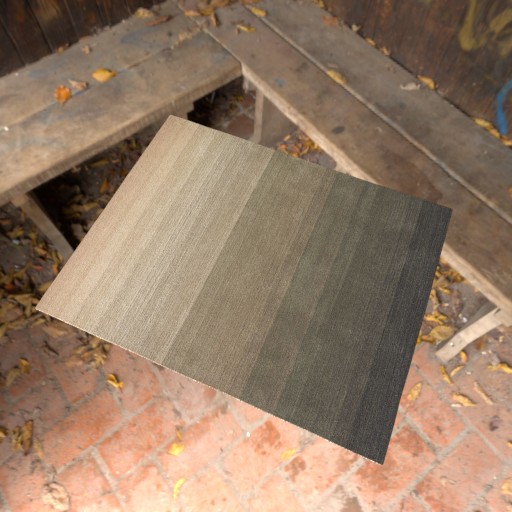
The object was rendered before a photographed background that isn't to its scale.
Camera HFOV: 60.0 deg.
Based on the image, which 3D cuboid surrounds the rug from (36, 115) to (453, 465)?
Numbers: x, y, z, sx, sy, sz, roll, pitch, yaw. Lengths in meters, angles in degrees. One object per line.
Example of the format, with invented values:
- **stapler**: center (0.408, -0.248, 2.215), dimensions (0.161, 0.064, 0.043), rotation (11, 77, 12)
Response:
- **rug**: center (0.000, 0.000, 3.835), dimensions (2.932, 0.015, 2.315), rotation (21, 65, 10)
